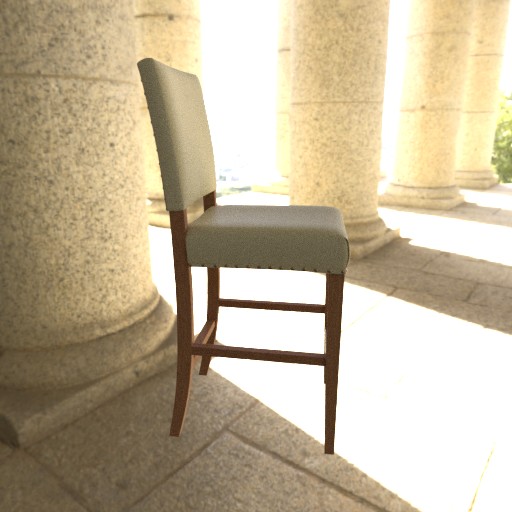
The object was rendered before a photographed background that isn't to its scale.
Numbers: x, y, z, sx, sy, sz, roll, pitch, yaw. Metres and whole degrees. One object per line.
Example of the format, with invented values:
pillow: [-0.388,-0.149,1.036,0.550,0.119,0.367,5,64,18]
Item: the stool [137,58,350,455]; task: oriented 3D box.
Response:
stool: [0.000,0.000,1.474,0.584,1.168,0.445,2,17,8]
